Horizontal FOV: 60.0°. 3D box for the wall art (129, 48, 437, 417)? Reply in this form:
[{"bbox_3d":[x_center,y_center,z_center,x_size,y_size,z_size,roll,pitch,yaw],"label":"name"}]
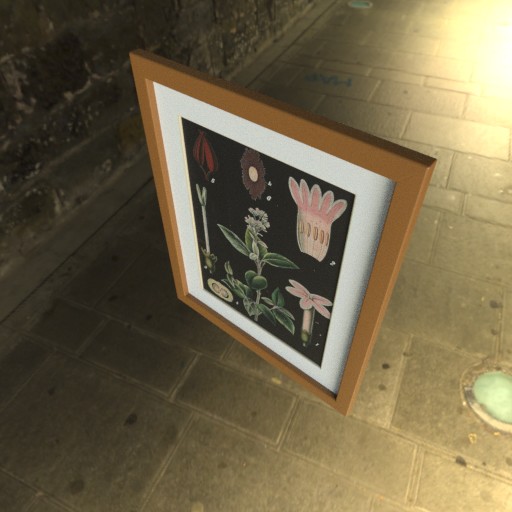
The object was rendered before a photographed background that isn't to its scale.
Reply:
[{"bbox_3d":[0.000,0.000,0.729,0.449,0.550,0.021,30,53,26],"label":"wall art"}]
